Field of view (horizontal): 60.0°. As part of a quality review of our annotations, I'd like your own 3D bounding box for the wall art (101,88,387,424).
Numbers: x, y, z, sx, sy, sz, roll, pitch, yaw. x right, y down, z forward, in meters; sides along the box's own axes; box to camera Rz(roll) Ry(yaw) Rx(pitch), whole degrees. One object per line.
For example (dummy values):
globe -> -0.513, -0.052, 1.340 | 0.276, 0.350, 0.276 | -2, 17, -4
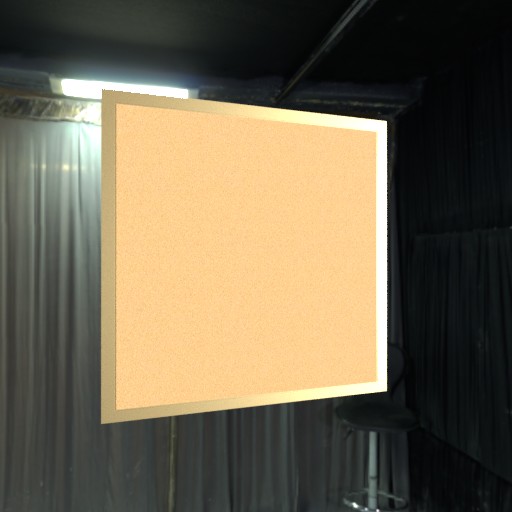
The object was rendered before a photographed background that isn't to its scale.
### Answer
wall art -> 0.000, 0.000, 1.948 | 1.284, 1.284, 0.095 | 0, 0, -19
